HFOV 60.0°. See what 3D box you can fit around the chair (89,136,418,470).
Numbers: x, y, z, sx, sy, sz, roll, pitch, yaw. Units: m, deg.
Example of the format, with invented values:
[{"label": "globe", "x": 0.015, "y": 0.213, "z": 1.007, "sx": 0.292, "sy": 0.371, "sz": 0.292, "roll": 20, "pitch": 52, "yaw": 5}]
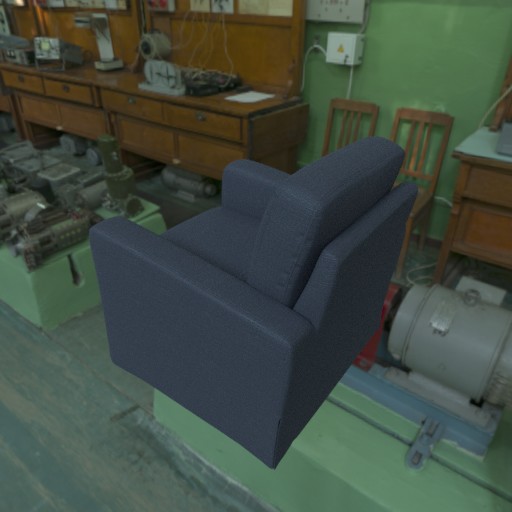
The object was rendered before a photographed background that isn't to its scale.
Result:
[{"label": "chair", "x": 0.000, "y": 0.000, "z": 1.545, "sx": 0.863, "sy": 0.855, "sz": 0.798, "roll": 21, "pitch": 37, "yaw": 30}]
